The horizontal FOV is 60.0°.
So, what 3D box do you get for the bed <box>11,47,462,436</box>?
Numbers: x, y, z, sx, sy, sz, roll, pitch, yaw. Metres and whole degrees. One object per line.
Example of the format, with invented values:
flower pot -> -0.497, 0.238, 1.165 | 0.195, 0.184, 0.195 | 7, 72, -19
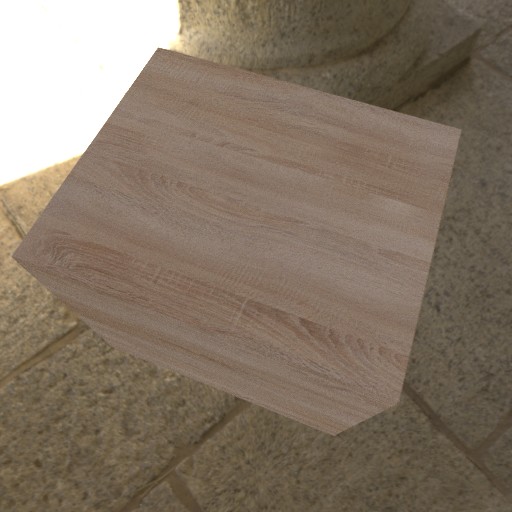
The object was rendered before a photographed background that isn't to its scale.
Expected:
bed -> 0.000, 0.000, 0.751 | 0.460, 0.420, 0.401 | 19, 65, 9
